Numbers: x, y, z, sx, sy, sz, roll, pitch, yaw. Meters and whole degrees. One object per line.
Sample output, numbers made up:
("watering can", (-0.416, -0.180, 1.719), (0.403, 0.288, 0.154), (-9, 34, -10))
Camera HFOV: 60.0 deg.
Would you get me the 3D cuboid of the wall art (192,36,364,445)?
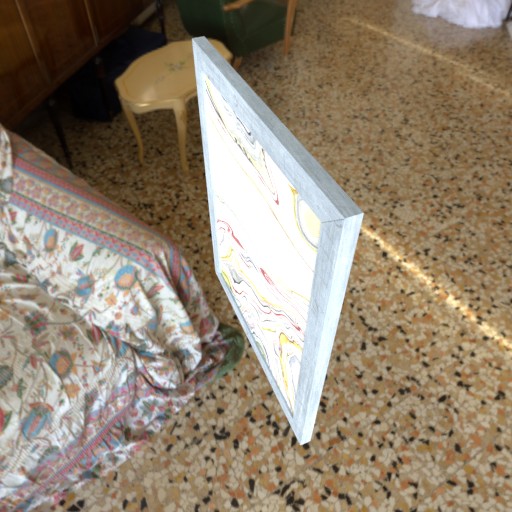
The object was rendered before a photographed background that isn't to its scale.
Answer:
("wall art", (0.000, 0.000, 0.790), (0.022, 0.582, 0.479), (-17, 49, -16))
